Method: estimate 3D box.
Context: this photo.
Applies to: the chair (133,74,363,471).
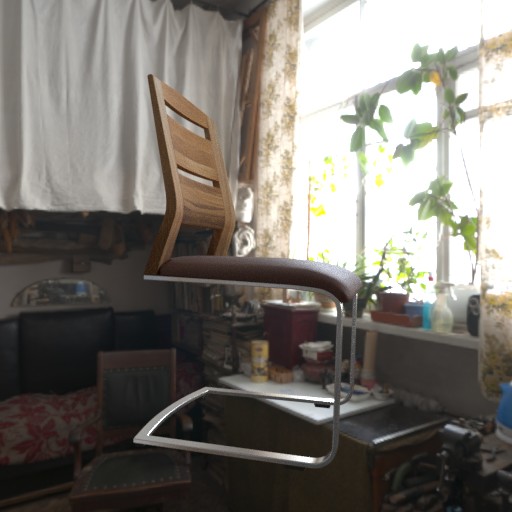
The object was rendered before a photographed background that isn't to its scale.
[{"bbox_3d":[0.000,0.000,1.265,0.570,0.970,0.460,0,0,17],"label":"chair"}]
